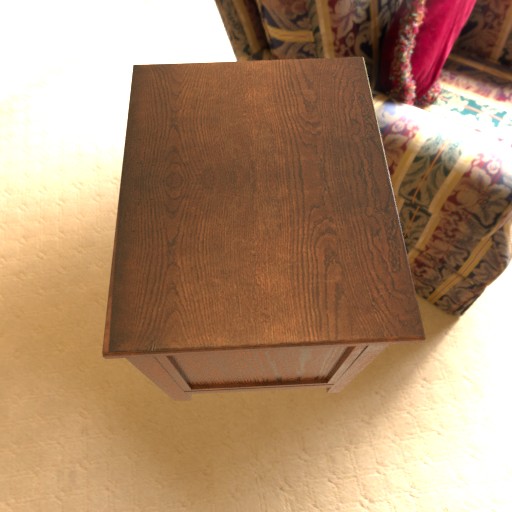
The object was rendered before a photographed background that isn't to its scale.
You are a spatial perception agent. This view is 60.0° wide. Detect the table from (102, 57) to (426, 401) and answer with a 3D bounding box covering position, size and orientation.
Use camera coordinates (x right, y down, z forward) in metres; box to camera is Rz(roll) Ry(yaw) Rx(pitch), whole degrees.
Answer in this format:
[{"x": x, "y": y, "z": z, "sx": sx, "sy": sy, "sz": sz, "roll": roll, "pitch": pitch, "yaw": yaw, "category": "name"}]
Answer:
[{"x": 0.000, "y": 0.000, "z": 1.023, "sx": 0.461, "sy": 0.597, "sz": 0.586, "roll": -2, "pitch": 64, "yaw": -1, "category": "table"}]
